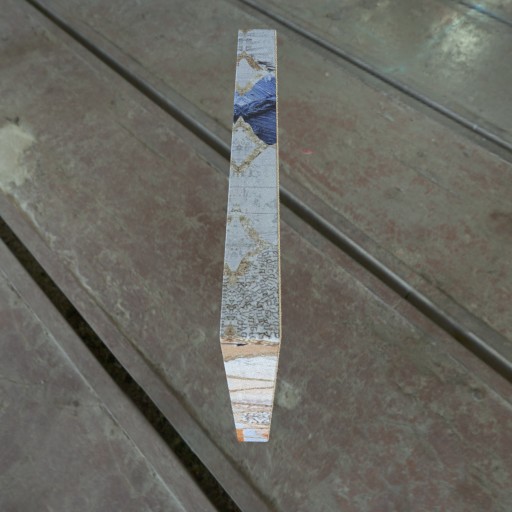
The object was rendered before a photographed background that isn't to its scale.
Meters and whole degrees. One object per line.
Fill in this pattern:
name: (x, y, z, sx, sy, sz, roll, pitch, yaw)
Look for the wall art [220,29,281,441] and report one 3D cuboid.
wall art: (0.000, 0.000, 0.453, 0.036, 0.304, 0.303, 1, 57, 0)
